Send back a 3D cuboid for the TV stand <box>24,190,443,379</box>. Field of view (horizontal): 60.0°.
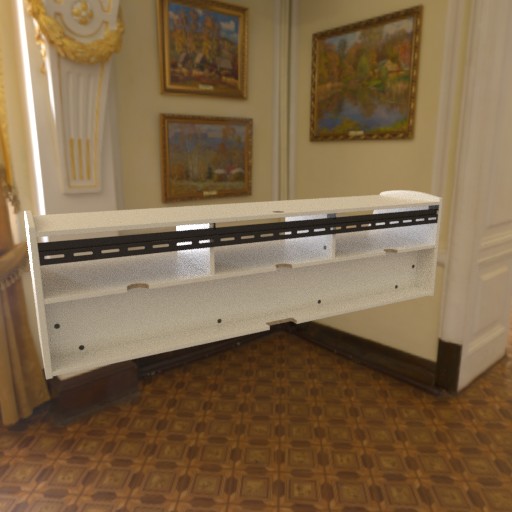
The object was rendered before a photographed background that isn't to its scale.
[{"bbox_3d":[0.000,0.000,1.632,1.473,0.424,0.397,-7,15,-28],"label":"TV stand"}]
